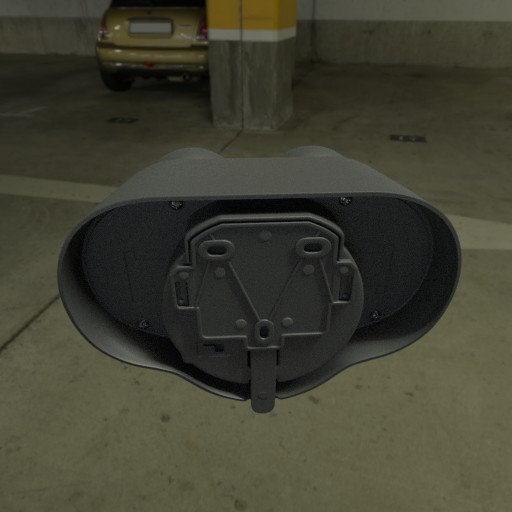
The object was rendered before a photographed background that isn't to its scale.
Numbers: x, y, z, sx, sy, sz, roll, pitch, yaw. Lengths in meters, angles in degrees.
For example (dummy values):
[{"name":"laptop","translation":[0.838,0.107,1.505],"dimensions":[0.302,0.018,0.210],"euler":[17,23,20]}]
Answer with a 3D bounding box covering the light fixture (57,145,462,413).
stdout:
[{"name":"light fixture","translation":[0.000,0.000,0.330],"dimensions":[0.229,0.159,0.159],"euler":[-2,30,-3]}]
